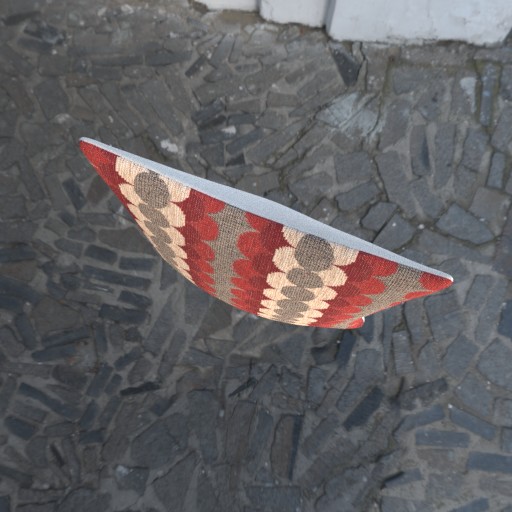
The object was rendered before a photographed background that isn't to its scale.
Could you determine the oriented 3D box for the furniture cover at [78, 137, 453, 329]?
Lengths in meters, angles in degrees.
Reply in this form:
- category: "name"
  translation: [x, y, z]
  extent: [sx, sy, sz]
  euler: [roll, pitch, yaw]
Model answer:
- category: "furniture cover"
  translation: [0.000, 0.000, 0.663]
  extent: [0.435, 0.420, 0.145]
  euler: [21, 76, 5]
